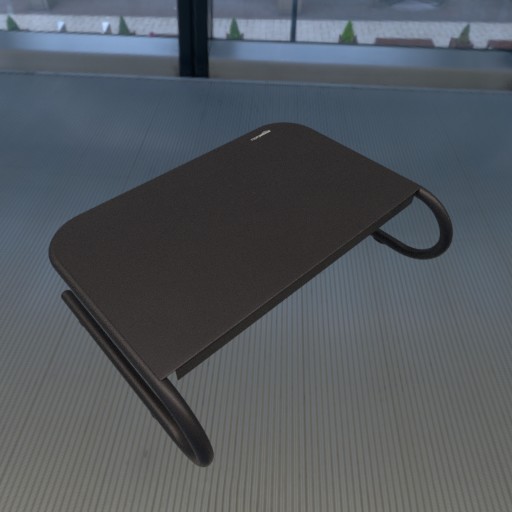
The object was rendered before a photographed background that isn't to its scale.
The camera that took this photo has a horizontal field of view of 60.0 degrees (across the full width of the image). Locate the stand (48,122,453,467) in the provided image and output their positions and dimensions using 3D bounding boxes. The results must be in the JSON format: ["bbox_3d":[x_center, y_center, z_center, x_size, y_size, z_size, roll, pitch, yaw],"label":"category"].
[{"bbox_3d":[0.000,0.000,0.503,0.370,0.108,0.280,-34,55,-28],"label":"stand"}]
